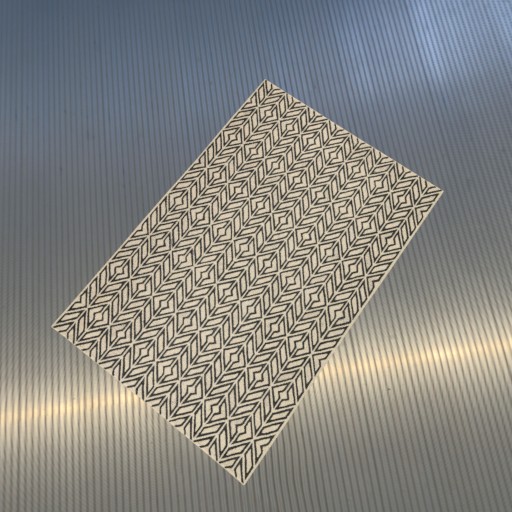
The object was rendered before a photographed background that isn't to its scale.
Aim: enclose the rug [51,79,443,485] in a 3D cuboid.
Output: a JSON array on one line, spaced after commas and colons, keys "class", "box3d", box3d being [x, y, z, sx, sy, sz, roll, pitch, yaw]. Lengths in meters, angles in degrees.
[{"class": "rug", "box3d": [0.000, 0.000, 2.339, 1.220, 0.007, 1.828, 35, 77, 10]}]
